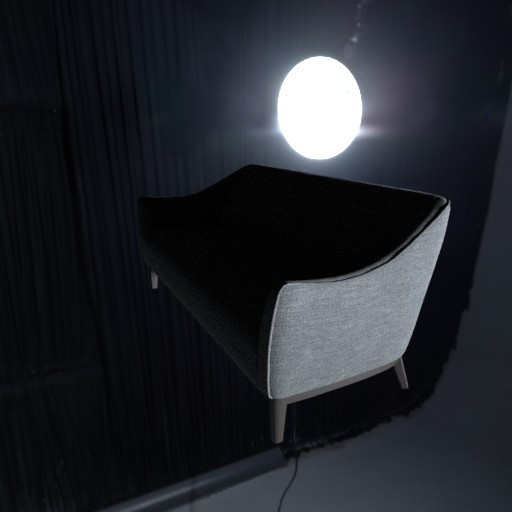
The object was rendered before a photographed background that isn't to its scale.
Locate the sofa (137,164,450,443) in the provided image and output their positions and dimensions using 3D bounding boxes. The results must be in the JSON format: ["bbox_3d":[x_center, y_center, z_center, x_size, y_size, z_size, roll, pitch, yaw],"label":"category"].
[{"bbox_3d":[0.000,0.000,2.374,0.867,0.829,1.928,-8,18,-26],"label":"sofa"}]
